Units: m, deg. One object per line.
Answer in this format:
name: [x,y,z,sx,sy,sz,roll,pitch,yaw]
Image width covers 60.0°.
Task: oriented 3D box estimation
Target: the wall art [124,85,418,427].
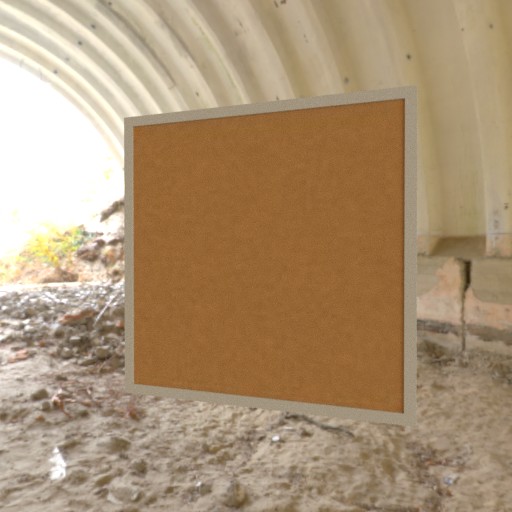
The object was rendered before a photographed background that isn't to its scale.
wall art: [0.000,0.000,0.670,0.457,0.457,0.012,0,1,18]
